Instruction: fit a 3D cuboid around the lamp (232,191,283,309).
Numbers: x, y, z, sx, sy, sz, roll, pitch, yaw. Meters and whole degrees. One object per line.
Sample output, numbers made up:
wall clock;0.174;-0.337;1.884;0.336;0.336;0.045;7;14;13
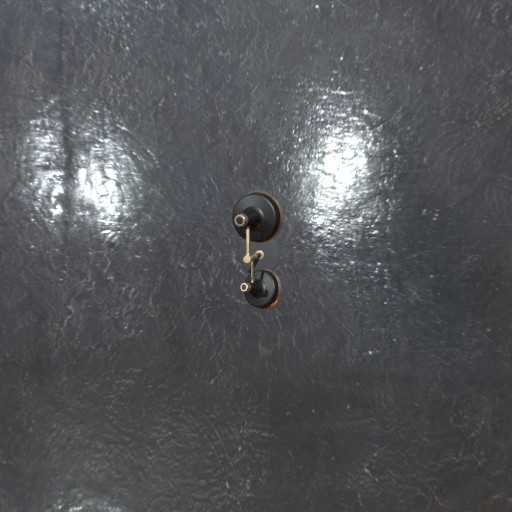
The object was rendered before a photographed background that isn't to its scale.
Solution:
lamp;0.000;0.000;1.878;0.253;1.674;0.351;0;91;1
